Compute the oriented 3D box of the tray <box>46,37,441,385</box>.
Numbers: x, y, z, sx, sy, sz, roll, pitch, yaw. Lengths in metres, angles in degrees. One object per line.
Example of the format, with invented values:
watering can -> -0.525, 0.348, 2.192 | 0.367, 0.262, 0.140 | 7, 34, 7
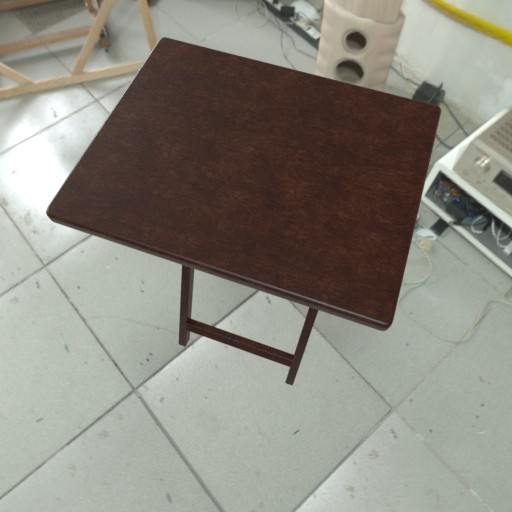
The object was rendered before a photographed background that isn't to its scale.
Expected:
tray -> 0.000, 0.000, 0.942 | 0.483, 0.660, 0.381 | 18, 65, 9
